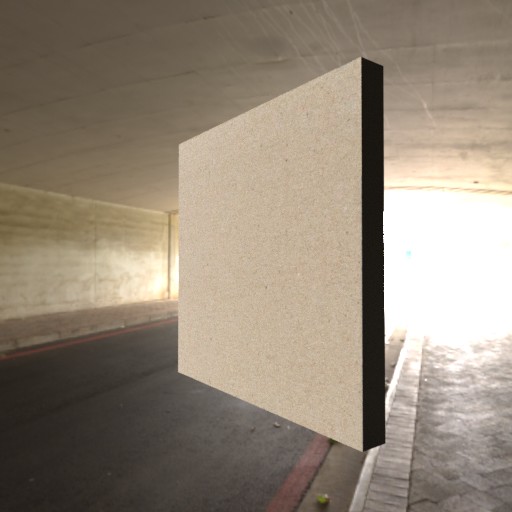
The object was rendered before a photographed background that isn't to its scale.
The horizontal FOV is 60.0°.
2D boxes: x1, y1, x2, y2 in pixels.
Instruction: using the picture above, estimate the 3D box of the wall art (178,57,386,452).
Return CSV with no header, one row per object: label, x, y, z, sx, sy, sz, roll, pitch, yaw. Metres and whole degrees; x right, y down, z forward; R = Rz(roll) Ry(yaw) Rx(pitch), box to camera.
wall art,0.000,0.000,0.497,0.029,0.318,0.327,1,-1,-36
